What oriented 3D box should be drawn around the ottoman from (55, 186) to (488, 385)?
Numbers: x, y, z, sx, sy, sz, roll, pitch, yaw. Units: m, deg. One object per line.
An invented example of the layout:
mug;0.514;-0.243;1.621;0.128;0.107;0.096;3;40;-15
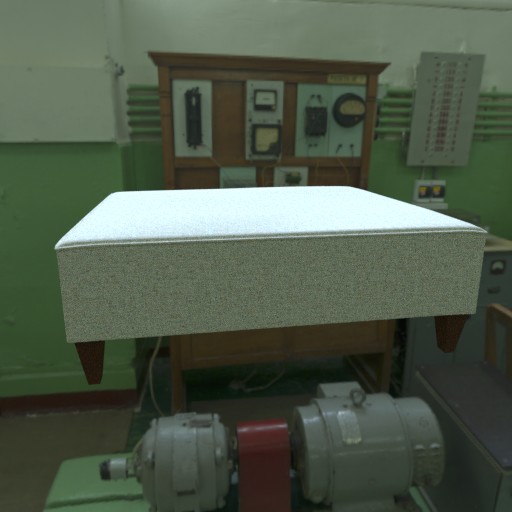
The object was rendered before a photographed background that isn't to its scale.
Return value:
ottoman;0.000;0.000;1.214;0.835;0.303;0.736;-3;16;-10
